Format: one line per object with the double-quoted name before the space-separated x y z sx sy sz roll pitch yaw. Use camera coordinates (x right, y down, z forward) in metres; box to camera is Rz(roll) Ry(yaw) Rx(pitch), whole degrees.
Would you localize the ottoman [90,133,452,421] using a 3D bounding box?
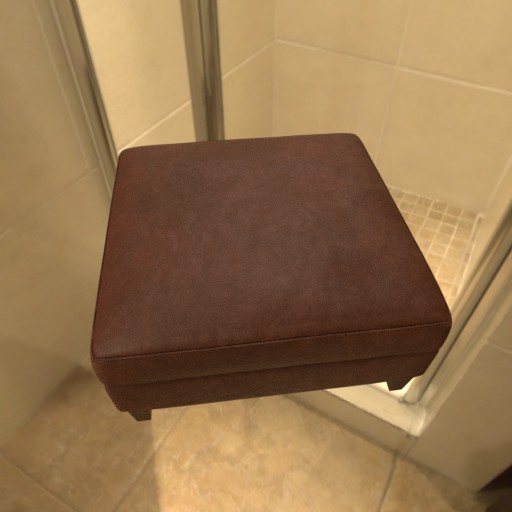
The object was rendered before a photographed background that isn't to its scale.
"ottoman" 0.000 0.000 1.347 0.836 0.415 0.844 -5 47 -5
